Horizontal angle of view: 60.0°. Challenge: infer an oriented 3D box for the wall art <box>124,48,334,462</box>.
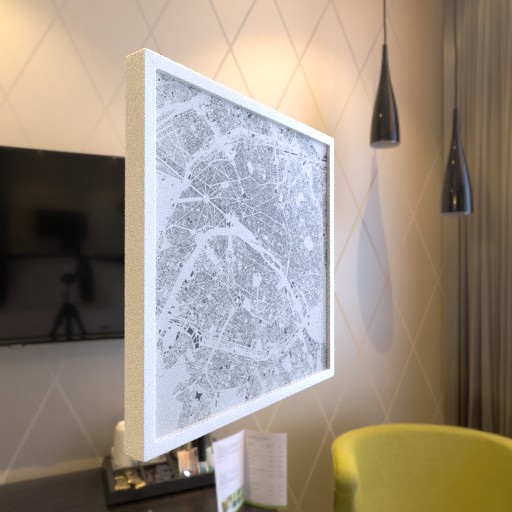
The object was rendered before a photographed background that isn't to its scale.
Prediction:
[{"bbox_3d":[0.000,0.000,0.755,0.038,0.508,0.508,0,-1,37],"label":"wall art"}]
